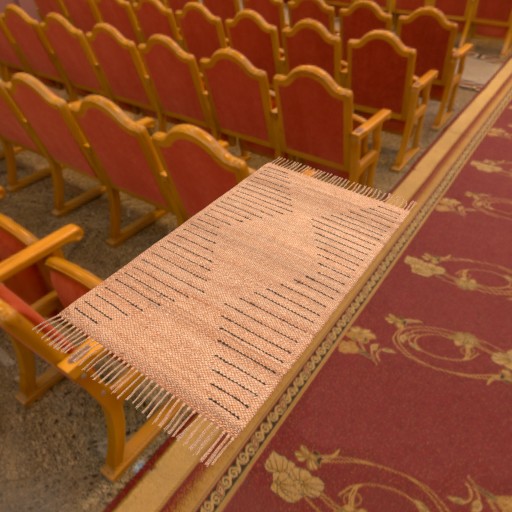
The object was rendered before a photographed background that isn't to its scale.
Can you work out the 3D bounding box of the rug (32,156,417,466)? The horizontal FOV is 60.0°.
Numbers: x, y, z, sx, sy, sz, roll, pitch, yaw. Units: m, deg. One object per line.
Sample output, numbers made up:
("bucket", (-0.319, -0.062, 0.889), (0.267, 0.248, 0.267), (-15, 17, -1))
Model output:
("rug", (0.000, 0.000, 2.024), (0.905, 0.017, 1.718), (25, 47, 26))
